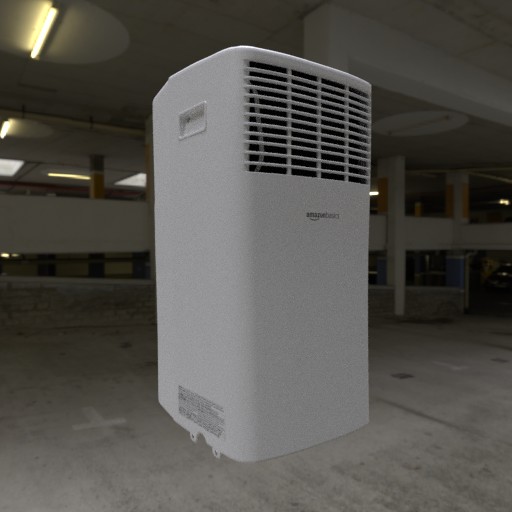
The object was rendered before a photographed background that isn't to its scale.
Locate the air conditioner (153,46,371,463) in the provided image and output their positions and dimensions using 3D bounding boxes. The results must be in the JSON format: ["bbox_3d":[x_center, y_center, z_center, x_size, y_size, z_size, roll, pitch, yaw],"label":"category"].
[{"bbox_3d":[0.000,0.000,0.805,0.304,0.606,0.349,-1,2,-35],"label":"air conditioner"}]
